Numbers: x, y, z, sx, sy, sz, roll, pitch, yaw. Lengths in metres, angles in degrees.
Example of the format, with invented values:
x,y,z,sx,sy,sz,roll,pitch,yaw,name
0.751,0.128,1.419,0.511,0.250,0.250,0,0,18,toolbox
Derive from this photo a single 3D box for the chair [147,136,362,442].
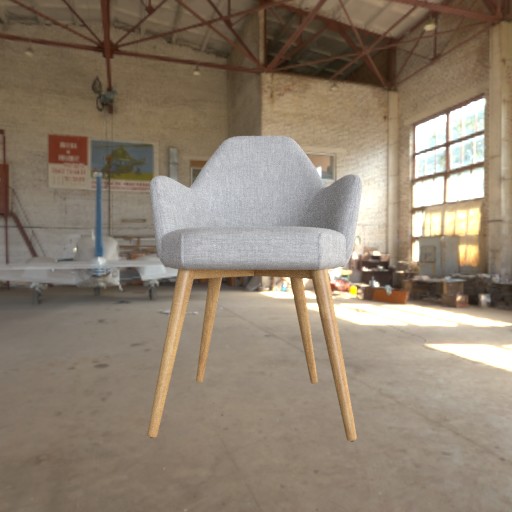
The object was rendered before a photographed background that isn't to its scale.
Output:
x,y,z,sx,sy,sz,roll,pitch,yaw,name
0.000,0.000,1.286,0.590,0.840,0.610,0,0,2,chair
